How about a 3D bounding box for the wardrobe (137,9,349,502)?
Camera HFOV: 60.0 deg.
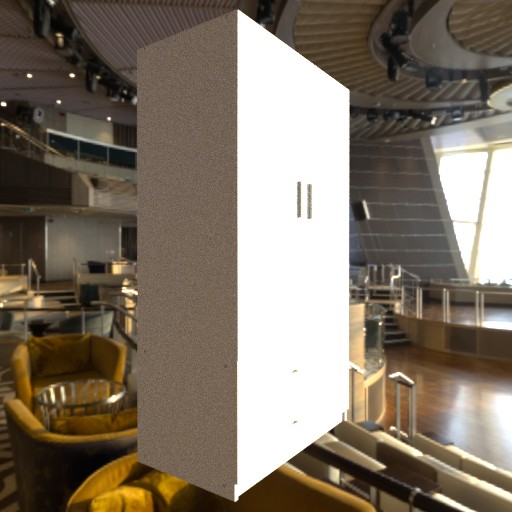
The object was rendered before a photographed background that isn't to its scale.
[{"bbox_3d":[0.000,0.000,2.181,0.577,1.808,0.991,0,0,36],"label":"wardrobe"}]
